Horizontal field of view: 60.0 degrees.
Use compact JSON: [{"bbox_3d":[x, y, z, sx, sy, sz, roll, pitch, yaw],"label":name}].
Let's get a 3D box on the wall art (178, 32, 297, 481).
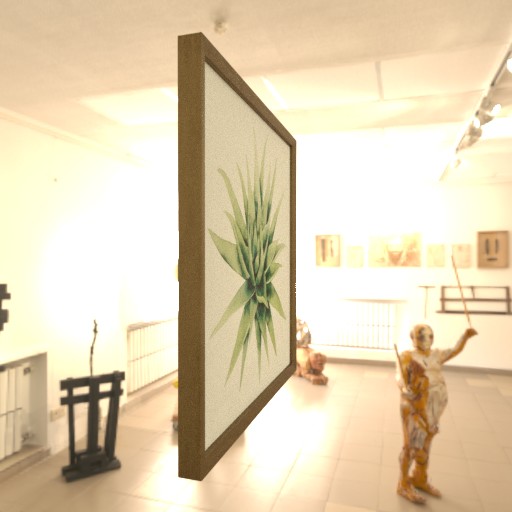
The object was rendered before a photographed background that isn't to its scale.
[{"bbox_3d":[0.000,0.000,0.742,0.030,0.506,0.503,0,0,17],"label":"wall art"}]
